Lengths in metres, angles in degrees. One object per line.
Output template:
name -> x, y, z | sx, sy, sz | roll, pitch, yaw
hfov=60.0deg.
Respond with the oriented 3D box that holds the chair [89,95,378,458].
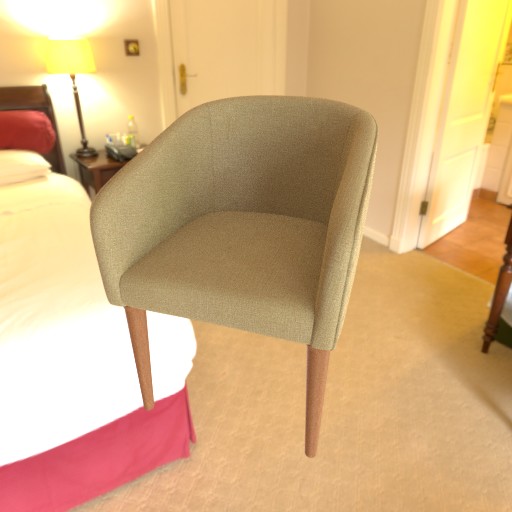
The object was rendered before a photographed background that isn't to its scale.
chair -> 0.000, 0.000, 1.218 | 0.584, 0.775, 0.616 | 9, 27, 18
